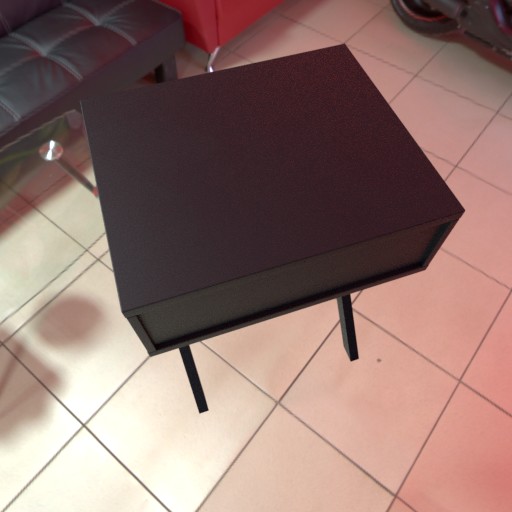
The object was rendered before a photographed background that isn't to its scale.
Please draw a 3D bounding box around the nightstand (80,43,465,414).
[{"bbox_3d":[0.000,0.000,0.939,0.479,0.623,0.402,-16,60,-9],"label":"nightstand"}]
